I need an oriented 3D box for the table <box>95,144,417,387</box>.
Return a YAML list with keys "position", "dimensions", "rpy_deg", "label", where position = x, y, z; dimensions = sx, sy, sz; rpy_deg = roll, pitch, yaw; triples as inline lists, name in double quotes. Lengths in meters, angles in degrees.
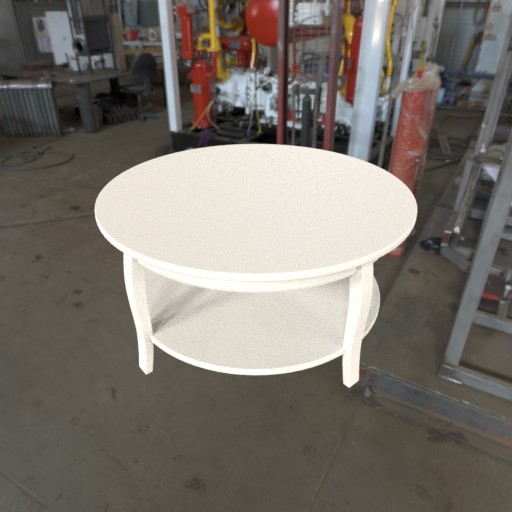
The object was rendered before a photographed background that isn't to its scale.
- position: [0.000, 0.000, 1.426]
  dimensions: [0.910, 0.457, 0.910]
  rpy_deg: [0, 31, 0]
  label: "table"
